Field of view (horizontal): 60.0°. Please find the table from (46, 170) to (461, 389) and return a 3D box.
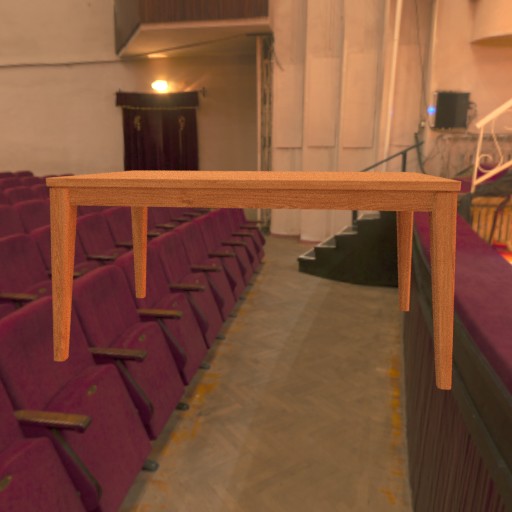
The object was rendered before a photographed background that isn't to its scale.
[{"bbox_3d":[0.000,0.000,2.104,1.600,0.760,0.900,2,13,8],"label":"table"}]
